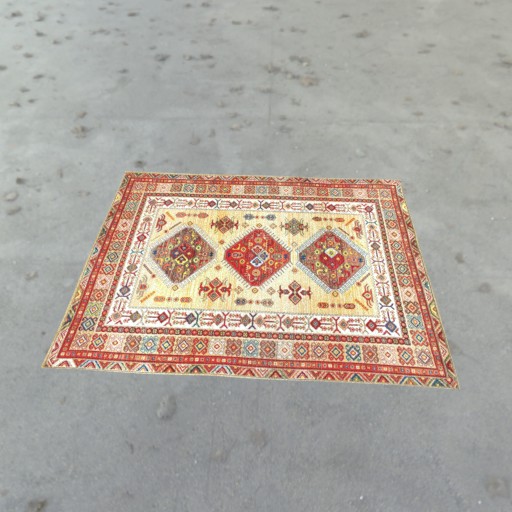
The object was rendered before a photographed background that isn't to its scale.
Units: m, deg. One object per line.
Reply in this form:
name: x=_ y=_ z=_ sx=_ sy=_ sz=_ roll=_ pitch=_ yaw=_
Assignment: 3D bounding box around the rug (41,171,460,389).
rug: x=0.000 y=0.000 z=4.071 sx=3.067 sy=0.005 sz=2.460 roll=2 pitch=47 yaw=2
